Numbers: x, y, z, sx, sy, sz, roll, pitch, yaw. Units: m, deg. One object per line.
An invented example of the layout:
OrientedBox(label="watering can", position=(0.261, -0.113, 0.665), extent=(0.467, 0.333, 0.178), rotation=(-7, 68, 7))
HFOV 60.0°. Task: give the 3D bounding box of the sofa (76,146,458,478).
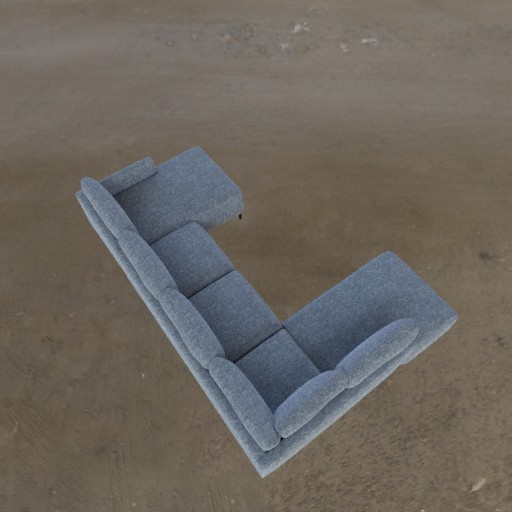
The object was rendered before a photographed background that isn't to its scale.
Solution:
OrientedBox(label="sofa", position=(0.000, 0.000, 3.660), extent=(1.879, 0.756, 2.737), rotation=(-32, 63, -18))
